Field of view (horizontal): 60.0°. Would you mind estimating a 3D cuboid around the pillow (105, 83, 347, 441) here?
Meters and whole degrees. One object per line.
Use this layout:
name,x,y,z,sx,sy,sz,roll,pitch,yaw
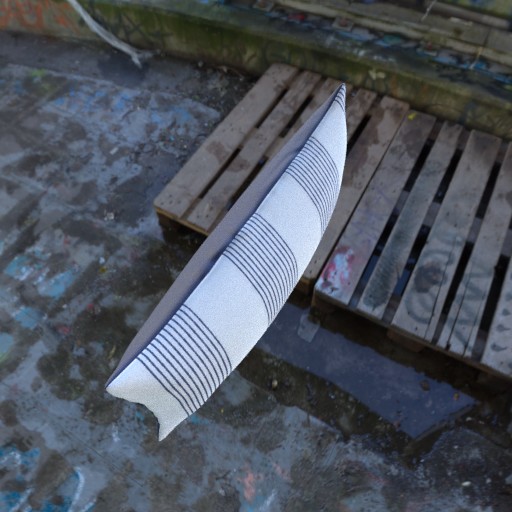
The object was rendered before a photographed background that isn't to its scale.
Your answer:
pillow,0.000,0.000,0.731,0.151,0.287,0.610,27,61,16
